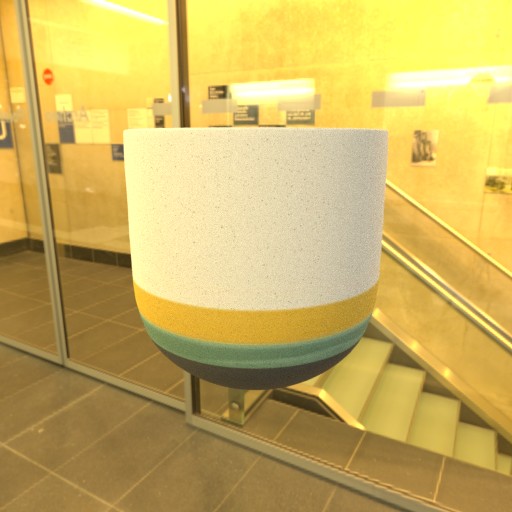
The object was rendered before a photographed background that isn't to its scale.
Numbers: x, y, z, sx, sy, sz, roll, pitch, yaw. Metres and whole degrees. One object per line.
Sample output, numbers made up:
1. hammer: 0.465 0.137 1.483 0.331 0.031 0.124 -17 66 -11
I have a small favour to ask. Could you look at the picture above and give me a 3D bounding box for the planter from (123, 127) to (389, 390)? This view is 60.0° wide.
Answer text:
1. planter: 0.000 0.000 0.496 0.268 0.270 0.268 0 15 0
